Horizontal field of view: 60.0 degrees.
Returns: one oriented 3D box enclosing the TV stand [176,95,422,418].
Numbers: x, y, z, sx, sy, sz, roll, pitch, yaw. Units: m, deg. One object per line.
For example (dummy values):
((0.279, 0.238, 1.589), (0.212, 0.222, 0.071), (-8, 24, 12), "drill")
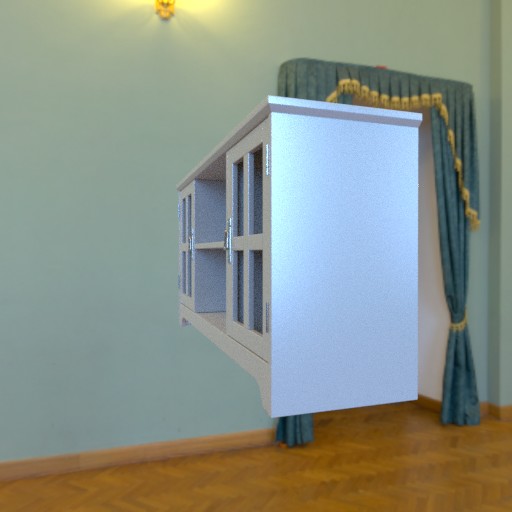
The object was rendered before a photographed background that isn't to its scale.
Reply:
((0.000, 0.000, 1.427), (0.344, 0.603, 1.167), (0, 0, -18), "TV stand")
